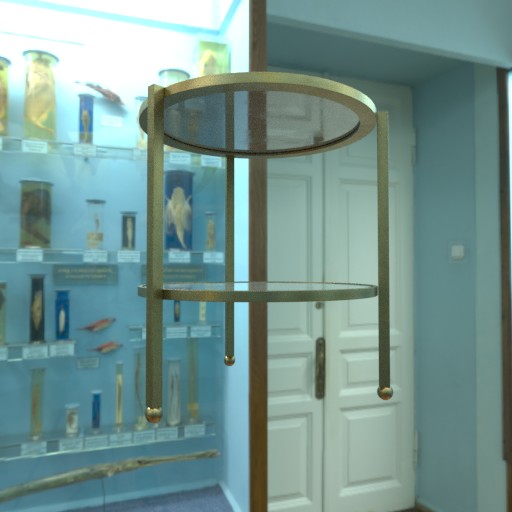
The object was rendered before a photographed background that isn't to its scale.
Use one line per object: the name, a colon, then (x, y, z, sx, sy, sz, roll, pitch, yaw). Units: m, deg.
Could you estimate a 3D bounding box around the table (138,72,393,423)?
table: (0.000, 0.000, 0.449, 0.231, 0.269, 0.243, 0, -2, -17)
